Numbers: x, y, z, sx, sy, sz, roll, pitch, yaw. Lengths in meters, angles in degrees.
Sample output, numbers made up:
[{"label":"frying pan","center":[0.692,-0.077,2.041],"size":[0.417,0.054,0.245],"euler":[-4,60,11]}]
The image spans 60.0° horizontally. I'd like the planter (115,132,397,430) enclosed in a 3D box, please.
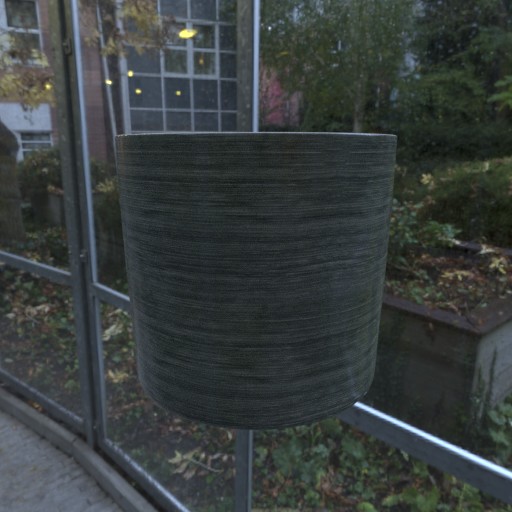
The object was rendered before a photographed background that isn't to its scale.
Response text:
[{"label":"planter","center":[0.000,0.000,0.387],"size":[0.221,0.201,0.221],"euler":[0,14,0]}]
